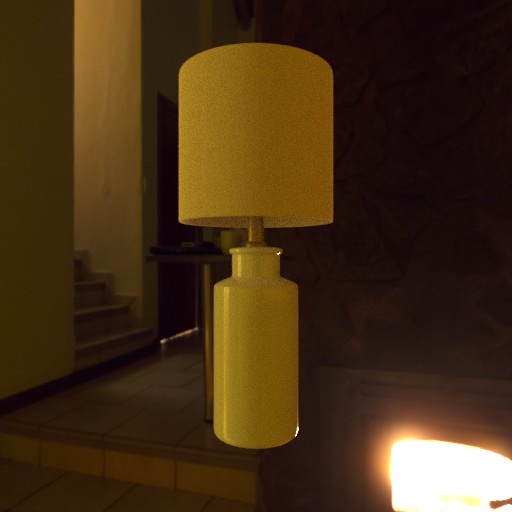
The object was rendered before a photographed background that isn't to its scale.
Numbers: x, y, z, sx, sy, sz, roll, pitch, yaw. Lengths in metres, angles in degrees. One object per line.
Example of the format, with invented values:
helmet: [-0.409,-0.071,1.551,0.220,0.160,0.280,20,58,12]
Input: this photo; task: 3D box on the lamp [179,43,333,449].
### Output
lamp: [0.000,0.000,0.618,0.212,0.493,0.212,0,0,-2]
